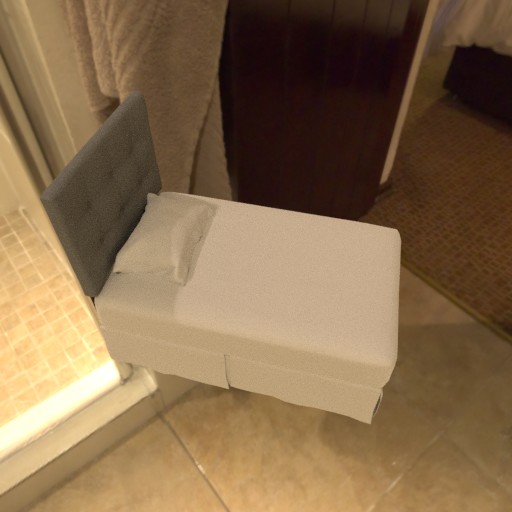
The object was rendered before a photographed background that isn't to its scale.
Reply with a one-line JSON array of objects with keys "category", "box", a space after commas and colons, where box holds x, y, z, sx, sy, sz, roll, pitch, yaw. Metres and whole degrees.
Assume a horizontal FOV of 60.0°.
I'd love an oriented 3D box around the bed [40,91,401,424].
[{"category": "bed", "box": [0.000, 0.000, 2.999, 1.997, 1.571, 1.261, 10, 49, 9]}]
